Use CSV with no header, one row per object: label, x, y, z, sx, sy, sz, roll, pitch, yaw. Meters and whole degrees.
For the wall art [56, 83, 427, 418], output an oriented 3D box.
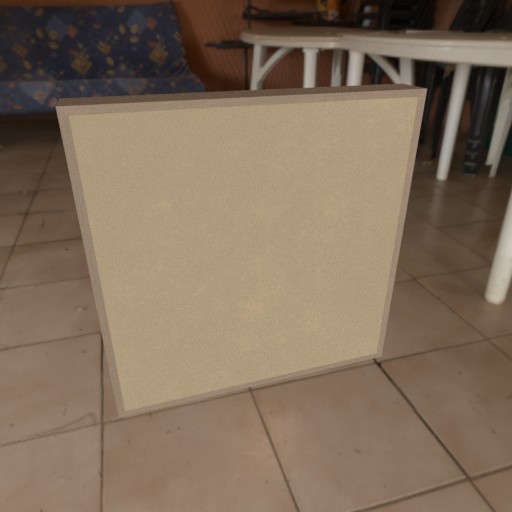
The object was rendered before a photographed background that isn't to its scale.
wall art,0.000,0.000,0.436,0.304,0.303,0.038,-9,29,-16
